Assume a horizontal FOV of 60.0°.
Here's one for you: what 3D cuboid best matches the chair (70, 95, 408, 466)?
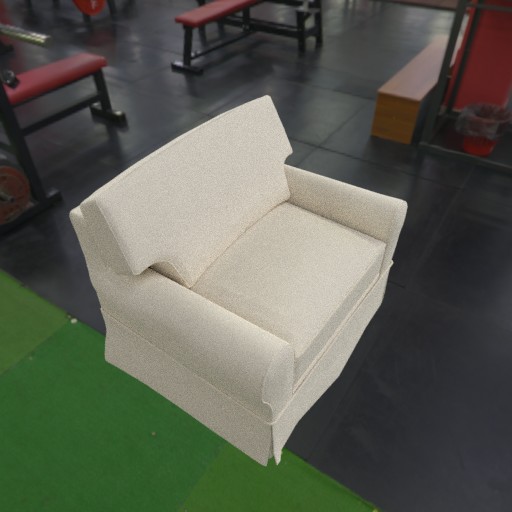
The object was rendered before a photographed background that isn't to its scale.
[{"bbox_3d":[0.000,0.000,1.822,0.904,0.958,1.099,26,48,26],"label":"chair"}]
